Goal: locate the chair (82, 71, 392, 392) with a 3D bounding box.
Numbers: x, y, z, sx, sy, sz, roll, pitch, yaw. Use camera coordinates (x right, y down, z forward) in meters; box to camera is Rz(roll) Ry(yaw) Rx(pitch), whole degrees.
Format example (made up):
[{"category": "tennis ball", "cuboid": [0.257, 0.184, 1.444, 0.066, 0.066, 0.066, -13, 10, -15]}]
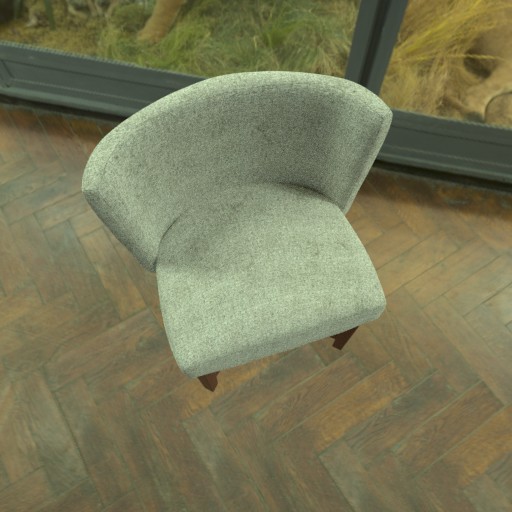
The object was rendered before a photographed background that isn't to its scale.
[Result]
[{"category": "chair", "cuboid": [0.000, 0.000, 1.289, 0.728, 0.827, 0.575, -16, 64, -8]}]
